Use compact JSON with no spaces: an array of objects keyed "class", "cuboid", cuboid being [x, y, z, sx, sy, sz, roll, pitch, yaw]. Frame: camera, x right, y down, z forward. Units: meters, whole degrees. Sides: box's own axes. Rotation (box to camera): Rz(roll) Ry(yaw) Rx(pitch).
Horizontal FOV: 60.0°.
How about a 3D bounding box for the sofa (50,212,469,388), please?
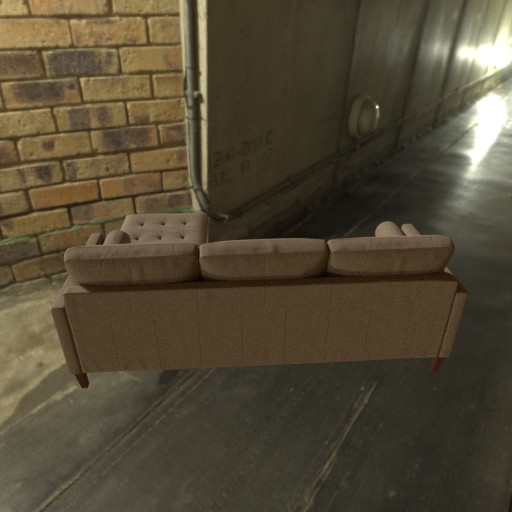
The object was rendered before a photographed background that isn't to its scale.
[{"class":"sofa","cuboid":[0.000,0.000,3.001,2.178,0.875,1.506,-2,30,-3]}]
